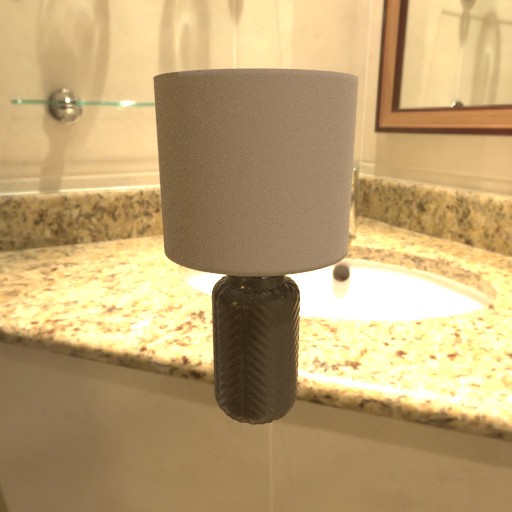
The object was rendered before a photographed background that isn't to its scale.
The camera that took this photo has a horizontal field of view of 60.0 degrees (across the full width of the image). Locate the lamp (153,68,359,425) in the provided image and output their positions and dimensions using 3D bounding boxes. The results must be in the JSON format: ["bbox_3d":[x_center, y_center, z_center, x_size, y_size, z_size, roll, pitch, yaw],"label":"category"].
[{"bbox_3d":[0.000,0.000,0.503,0.203,0.389,0.203,8,19,25],"label":"lamp"}]
